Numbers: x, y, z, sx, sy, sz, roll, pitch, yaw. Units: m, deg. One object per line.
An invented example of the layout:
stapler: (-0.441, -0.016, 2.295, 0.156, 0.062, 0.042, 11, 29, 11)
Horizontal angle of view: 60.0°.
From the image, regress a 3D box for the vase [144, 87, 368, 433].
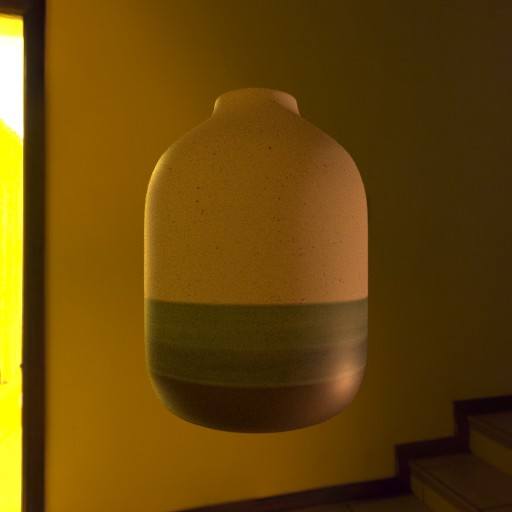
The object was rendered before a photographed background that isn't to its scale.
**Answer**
vase: (0.000, 0.000, 0.346, 0.169, 0.240, 0.169, 0, -1, 0)
